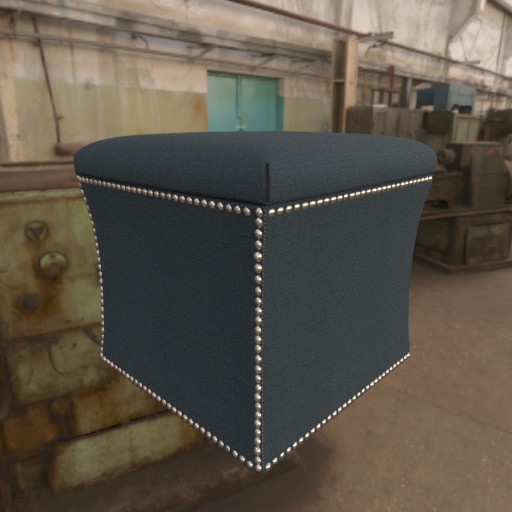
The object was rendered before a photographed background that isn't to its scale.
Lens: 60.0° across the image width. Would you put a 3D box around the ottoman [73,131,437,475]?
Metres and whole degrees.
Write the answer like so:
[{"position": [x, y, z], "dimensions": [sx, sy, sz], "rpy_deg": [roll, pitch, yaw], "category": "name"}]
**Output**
[{"position": [0.000, 0.000, 0.877], "dimensions": [0.507, 0.475, 0.497], "rpy_deg": [16, 23, 42], "category": "ottoman"}]
